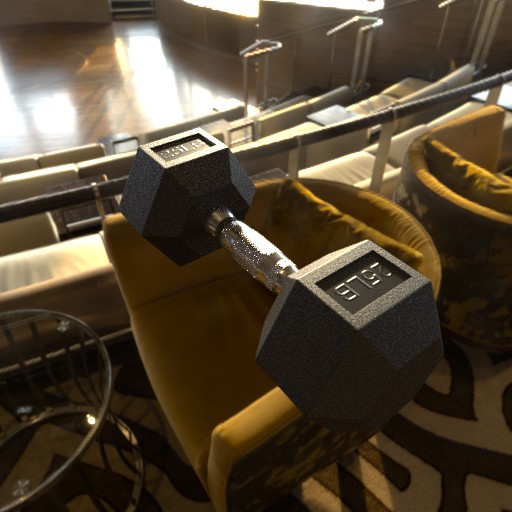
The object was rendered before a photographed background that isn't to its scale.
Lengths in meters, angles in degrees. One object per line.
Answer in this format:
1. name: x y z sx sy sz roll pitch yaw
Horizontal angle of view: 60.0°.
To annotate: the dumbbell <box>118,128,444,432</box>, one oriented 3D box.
1. dumbbell: 0.000 0.000 0.375 0.129 0.113 0.315 -26 47 -27
